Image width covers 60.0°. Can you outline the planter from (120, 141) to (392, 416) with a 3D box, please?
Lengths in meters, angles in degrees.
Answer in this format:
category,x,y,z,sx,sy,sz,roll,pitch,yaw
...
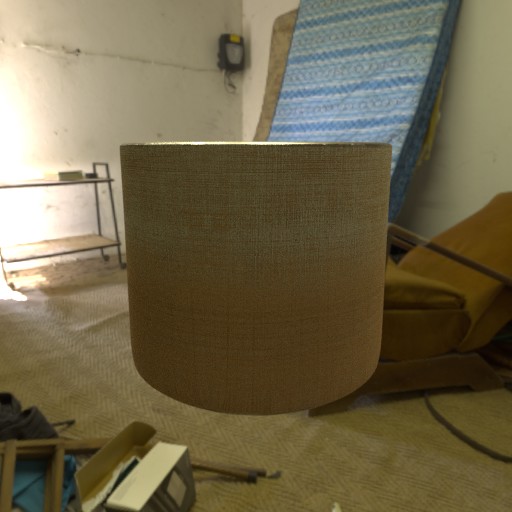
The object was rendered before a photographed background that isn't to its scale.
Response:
category,x,y,z,sx,sy,sz,roll,pitch,yaw
planter,0.000,0.000,0.447,0.254,0.221,0.254,0,14,0
